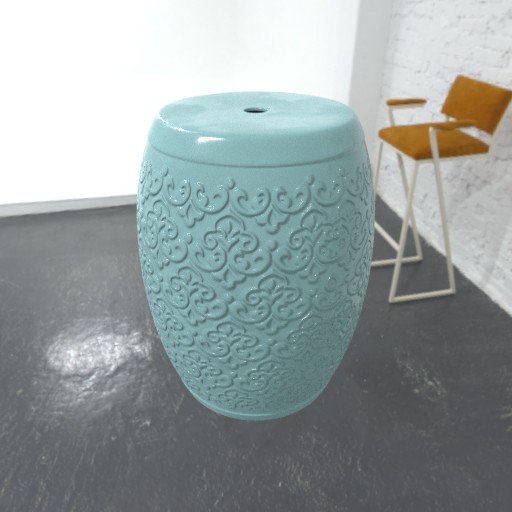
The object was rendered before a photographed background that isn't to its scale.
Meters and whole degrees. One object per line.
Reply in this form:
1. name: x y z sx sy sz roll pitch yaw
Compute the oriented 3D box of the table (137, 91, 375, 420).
1. table: 0.000 0.000 0.614 0.309 0.397 0.309 0 30 0
